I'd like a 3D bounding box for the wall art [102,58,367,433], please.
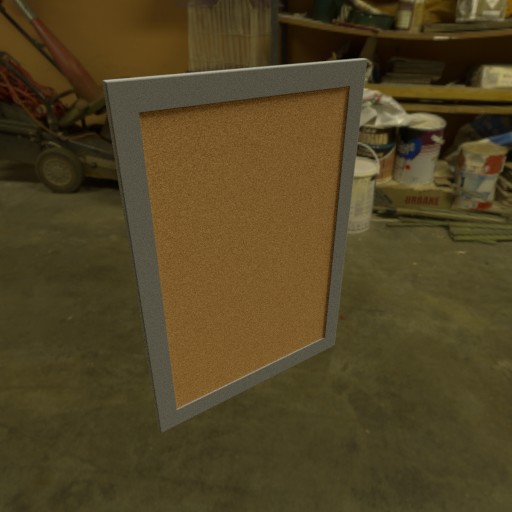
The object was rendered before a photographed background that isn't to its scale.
[{"bbox_3d":[0.000,0.000,0.672,0.374,0.529,0.012,-19,35,-29],"label":"wall art"}]
